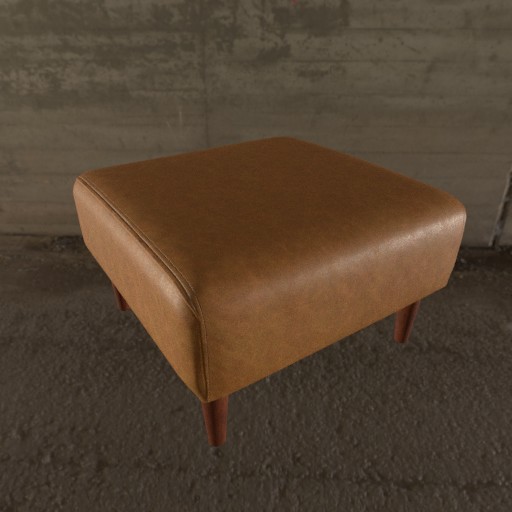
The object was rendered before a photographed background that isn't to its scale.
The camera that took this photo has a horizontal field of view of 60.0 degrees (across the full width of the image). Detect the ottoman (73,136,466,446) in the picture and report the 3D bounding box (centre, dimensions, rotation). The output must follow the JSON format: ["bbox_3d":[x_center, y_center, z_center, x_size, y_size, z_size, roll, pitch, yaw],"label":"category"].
[{"bbox_3d":[0.000,0.000,1.049,0.650,0.399,0.650,-18,35,-29],"label":"ottoman"}]
